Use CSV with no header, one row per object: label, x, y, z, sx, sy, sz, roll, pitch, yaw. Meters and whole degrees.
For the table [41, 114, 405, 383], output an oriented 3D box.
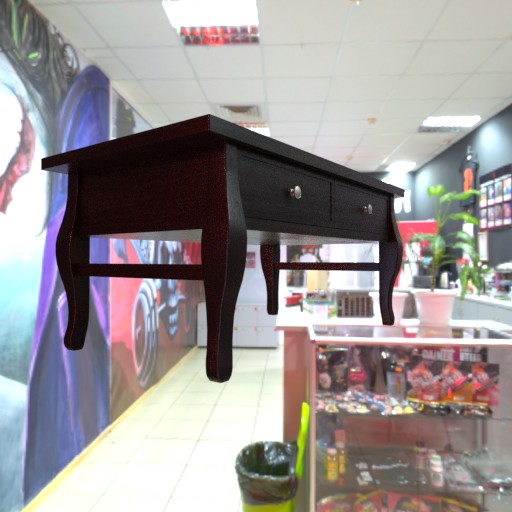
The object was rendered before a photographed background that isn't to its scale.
table,0.000,0.000,1.384,0.600,0.494,1.062,0,-1,37
